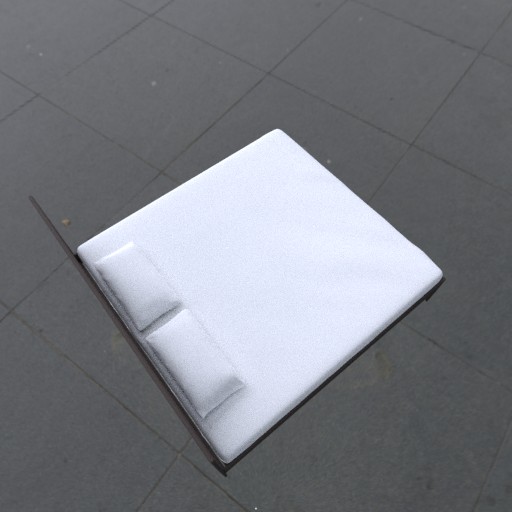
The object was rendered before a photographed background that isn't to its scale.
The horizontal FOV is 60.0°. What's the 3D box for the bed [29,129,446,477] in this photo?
[{"bbox_3d":[0.000,0.000,3.297,2.151,1.173,1.993,-35,66,-18],"label":"bed"}]
